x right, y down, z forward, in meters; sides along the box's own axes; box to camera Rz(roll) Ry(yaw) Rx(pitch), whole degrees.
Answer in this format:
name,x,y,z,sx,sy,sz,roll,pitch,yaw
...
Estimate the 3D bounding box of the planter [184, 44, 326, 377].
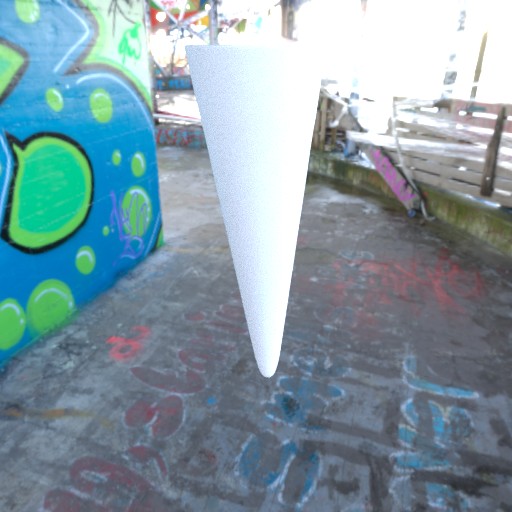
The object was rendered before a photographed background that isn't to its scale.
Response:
name,x,y,z,sx,sy,sz,roll,pitch,yaw
planter,0.000,0.000,0.225,0.057,0.193,0.064,8,26,17
